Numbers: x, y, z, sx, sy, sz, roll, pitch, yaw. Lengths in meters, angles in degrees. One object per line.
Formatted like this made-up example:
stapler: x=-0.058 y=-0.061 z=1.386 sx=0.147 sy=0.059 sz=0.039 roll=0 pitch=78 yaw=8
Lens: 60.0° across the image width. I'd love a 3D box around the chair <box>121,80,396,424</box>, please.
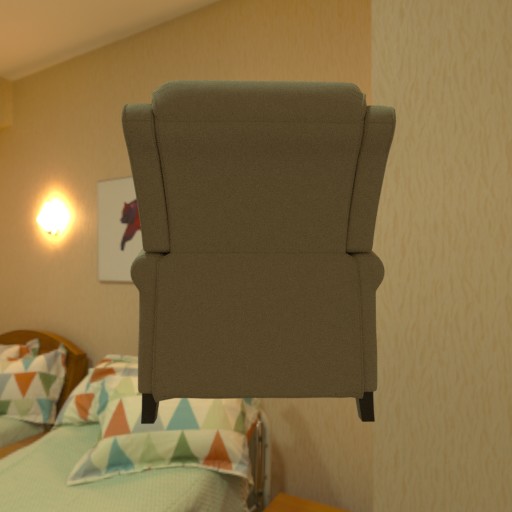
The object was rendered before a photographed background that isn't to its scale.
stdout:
chair: x=0.000 y=0.000 z=1.713 sx=0.859 sy=1.046 sz=0.919 roll=0 pitch=-1 yaw=-1
